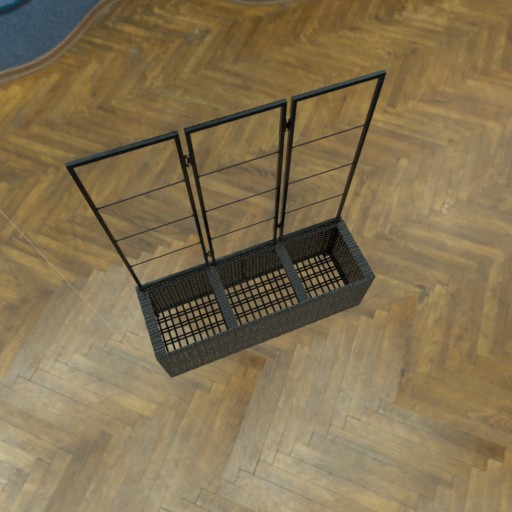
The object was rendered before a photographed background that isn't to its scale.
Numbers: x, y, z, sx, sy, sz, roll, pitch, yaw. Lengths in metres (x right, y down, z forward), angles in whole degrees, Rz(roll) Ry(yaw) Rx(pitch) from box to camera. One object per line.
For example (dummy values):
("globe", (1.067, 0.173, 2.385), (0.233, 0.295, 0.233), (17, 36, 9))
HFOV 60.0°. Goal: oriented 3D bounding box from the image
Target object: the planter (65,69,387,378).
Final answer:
("planter", (0.000, 0.000, 1.199), (0.699, 0.841, 0.244), (-19, 65, -10))
